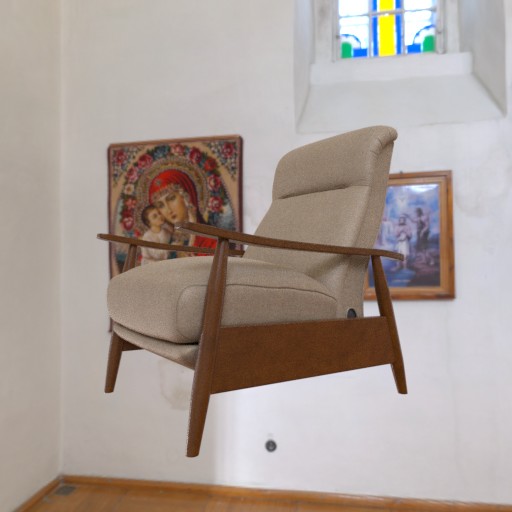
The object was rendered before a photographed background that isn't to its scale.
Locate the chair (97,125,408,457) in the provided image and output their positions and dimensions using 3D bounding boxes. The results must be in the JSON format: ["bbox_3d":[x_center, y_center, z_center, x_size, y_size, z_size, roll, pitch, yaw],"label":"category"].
[{"bbox_3d":[0.000,0.000,1.764,1.030,1.082,0.762,0,0,-36],"label":"chair"}]
